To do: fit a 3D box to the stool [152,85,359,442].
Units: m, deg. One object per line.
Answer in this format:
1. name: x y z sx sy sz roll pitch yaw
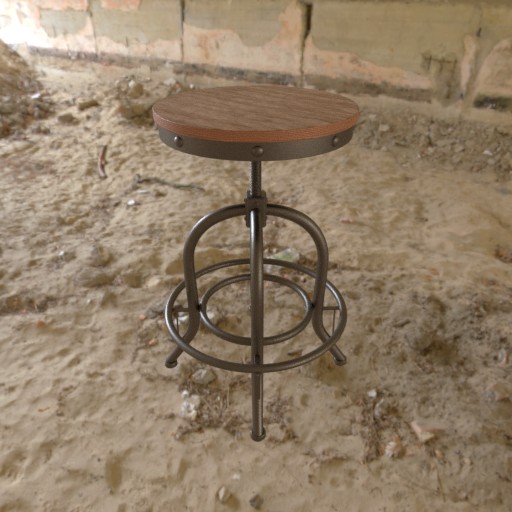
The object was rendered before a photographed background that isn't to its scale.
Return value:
1. stool: 0.000 0.000 0.917 0.439 0.609 0.439 -1 31 -1
